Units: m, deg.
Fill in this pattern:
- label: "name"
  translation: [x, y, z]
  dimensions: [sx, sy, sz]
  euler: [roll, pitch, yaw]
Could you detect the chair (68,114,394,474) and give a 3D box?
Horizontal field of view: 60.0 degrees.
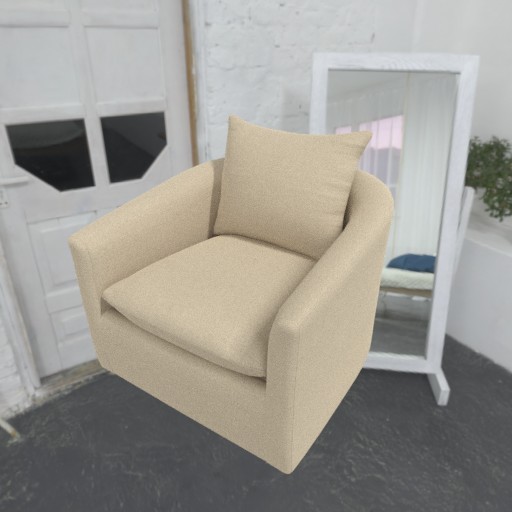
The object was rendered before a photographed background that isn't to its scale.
- label: "chair"
  translation: [0.000, 0.000, 1.579]
  dimensions: [0.845, 0.848, 0.910]
  euler: [17, 33, 29]
